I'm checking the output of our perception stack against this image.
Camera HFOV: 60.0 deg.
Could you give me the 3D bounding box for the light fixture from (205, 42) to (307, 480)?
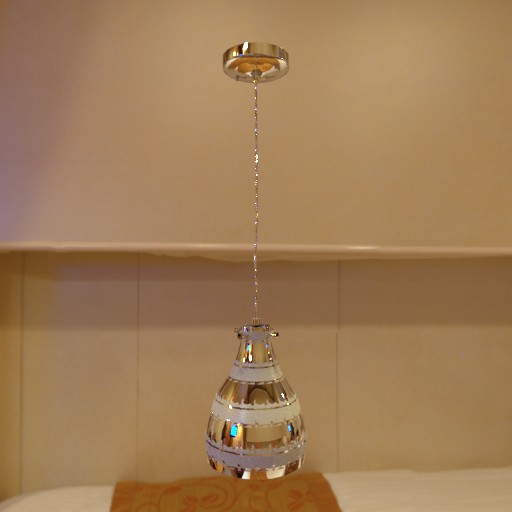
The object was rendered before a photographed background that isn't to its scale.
[{"bbox_3d":[0.000,0.000,1.627,0.374,1.457,0.374,-1,-1,37],"label":"light fixture"}]
